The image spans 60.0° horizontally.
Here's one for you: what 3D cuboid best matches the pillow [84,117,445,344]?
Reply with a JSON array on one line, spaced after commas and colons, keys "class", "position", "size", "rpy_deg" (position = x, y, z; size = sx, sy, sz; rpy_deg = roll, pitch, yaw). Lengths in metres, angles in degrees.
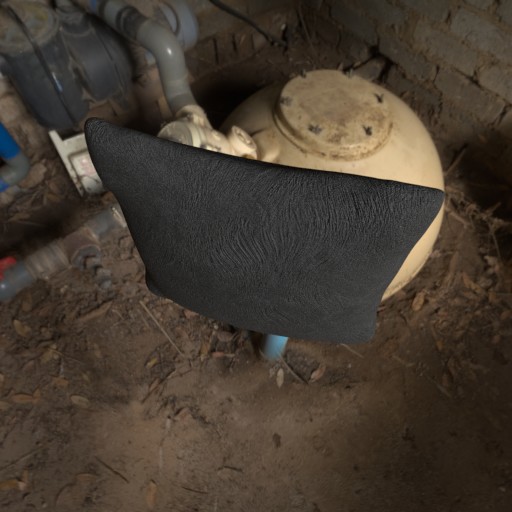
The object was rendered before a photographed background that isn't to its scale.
[{"class": "pillow", "position": [0.000, 0.000, 0.818], "size": [0.533, 0.523, 0.210], "rpy_deg": [12, 59, 7]}]
